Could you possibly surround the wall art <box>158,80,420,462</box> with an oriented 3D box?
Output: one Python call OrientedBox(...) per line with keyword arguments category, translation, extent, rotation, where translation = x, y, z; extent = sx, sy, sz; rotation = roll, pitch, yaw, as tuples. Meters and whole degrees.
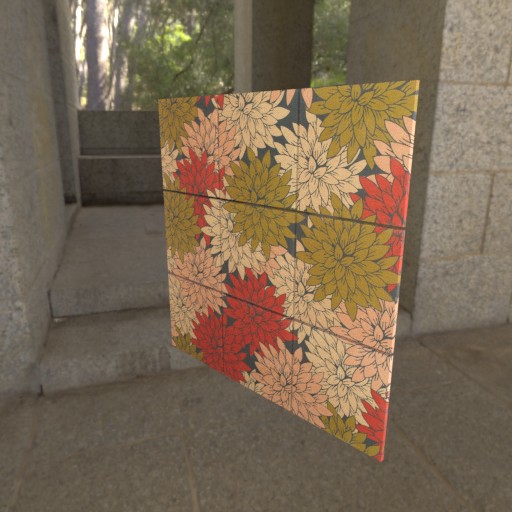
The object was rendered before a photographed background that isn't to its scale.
OrientedBox(category="wall art", translation=(0.000, 0.000, 1.315), extent=(0.904, 0.913, 0.013), rotation=(15, 22, 42))
